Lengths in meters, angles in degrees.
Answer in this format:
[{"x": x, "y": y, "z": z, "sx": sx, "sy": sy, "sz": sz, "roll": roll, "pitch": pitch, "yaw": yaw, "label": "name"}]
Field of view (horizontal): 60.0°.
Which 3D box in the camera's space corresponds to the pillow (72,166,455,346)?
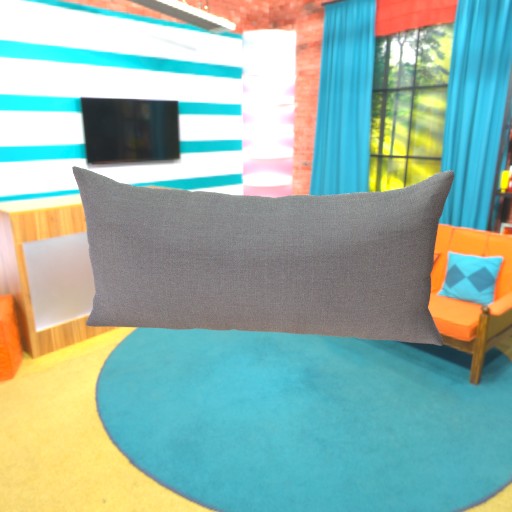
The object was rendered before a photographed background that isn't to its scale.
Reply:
[{"x": 0.000, "y": 0.000, "z": 0.740, "sx": 0.631, "sy": 0.290, "sz": 0.148, "roll": 2, "pitch": 16, "yaw": 7, "label": "pillow"}]
